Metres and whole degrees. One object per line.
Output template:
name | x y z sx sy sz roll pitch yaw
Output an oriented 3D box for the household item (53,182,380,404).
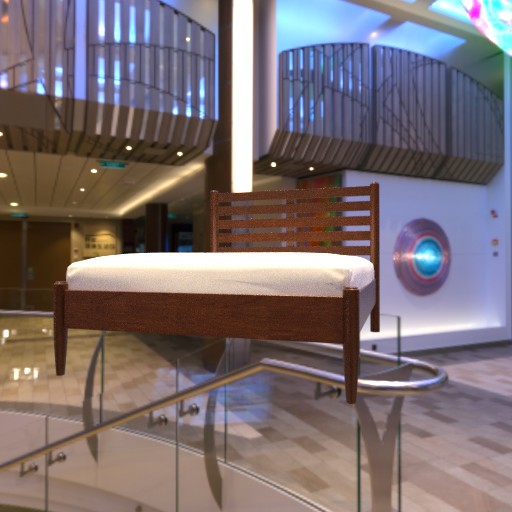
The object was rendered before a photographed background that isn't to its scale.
household item | 0.000 0.000 3.245 1.663 1.356 2.232 0 -1 18
